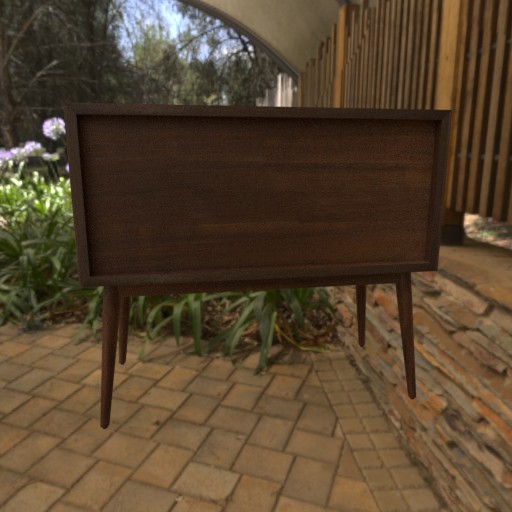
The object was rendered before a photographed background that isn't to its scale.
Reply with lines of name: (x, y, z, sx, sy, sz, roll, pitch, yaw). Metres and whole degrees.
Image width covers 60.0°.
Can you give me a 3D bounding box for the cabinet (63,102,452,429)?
cabinet: (0.000, 0.000, 1.075, 0.743, 0.654, 0.354, -2, 13, -9)
